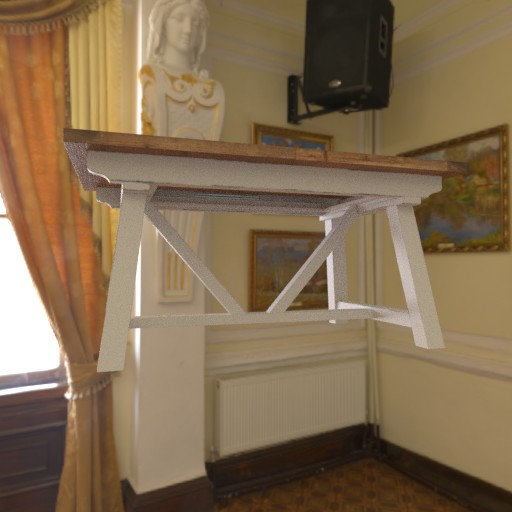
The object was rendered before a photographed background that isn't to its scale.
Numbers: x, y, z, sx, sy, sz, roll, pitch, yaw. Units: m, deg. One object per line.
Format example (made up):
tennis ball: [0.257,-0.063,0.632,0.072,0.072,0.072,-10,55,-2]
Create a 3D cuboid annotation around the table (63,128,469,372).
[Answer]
table: [0.000,0.000,1.987,1.503,0.743,0.922,0,-1,-18]
